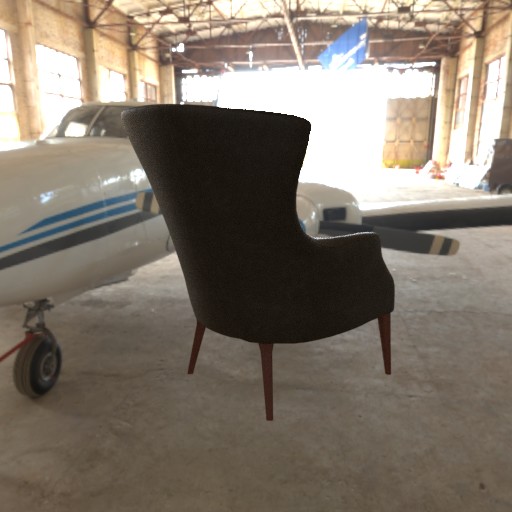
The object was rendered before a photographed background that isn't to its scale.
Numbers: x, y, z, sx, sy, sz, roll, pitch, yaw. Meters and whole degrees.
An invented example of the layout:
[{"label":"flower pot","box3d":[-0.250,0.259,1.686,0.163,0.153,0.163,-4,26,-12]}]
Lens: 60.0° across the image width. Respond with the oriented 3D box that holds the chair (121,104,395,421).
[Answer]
[{"label":"chair","box3d":[0.000,0.000,1.745,0.954,1.068,0.819,-13,19,-43]}]
